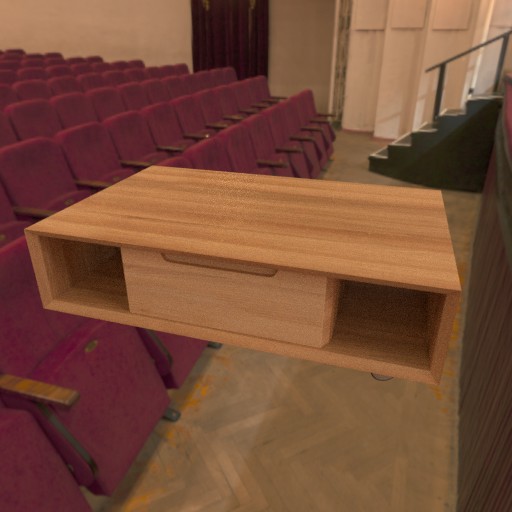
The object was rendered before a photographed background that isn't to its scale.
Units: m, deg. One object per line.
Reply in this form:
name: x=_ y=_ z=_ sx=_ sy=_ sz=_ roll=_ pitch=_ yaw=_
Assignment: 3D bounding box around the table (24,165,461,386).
table: x=0.000 y=0.000 z=1.427 sx=1.100 sy=0.330 sz=0.700 roll=8 pitch=27 yaw=15
